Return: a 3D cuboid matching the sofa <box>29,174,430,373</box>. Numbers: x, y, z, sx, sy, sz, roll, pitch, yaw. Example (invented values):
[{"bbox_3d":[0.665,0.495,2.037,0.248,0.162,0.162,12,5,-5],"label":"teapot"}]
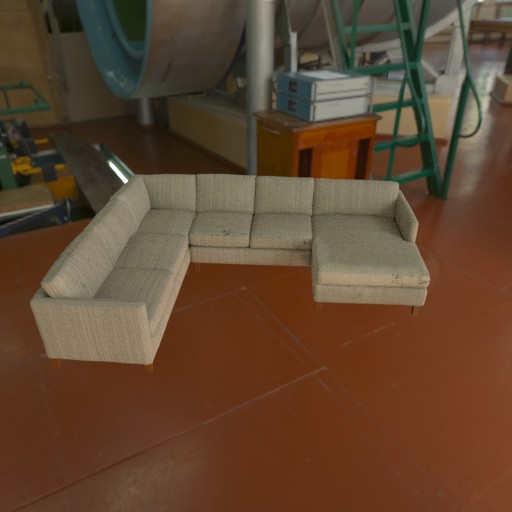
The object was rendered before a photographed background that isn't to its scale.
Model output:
[{"bbox_3d":[0.000,0.000,4.610,3.460,0.961,2.594,2,31,3],"label":"sofa"}]
